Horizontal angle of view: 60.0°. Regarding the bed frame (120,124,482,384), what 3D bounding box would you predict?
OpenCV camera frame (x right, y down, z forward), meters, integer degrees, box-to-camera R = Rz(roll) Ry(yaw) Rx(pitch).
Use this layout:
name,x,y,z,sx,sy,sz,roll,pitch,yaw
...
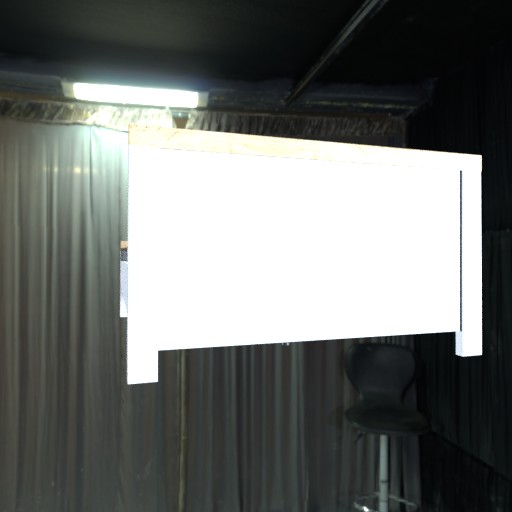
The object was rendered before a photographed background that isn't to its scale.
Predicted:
name,x,y,z,sx,sy,sz,roll,pitch,yaw
bed frame,0.000,0.000,2.894,1.670,0.980,2.050,0,0,-18
